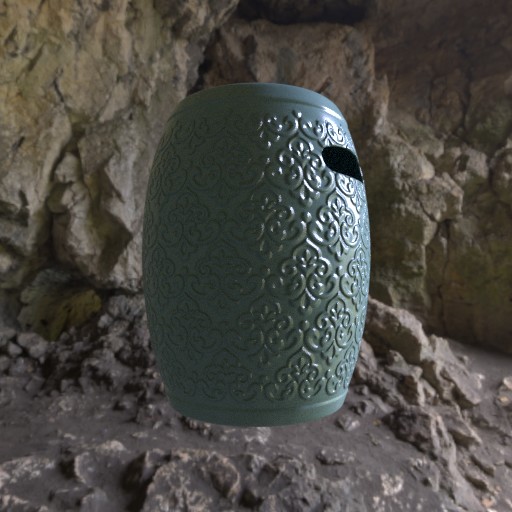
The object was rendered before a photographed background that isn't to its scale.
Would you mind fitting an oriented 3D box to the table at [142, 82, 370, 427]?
[{"bbox_3d":[0.000,0.000,0.619,0.309,0.397,0.309,0,-2,0],"label":"table"}]
